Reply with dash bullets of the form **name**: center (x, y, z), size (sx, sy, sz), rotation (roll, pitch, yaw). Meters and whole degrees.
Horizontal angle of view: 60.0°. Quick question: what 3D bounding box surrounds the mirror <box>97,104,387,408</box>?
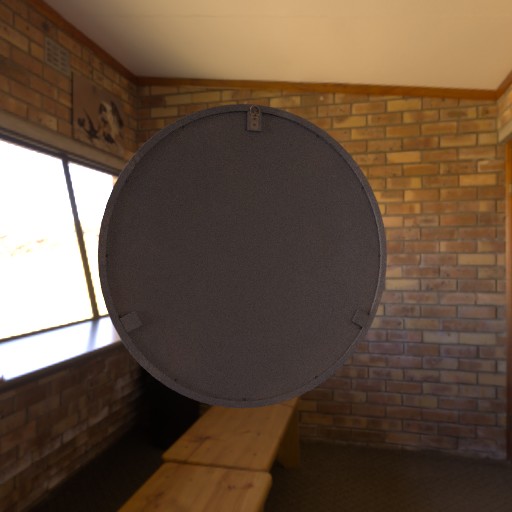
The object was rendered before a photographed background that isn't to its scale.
- **mirror**: center (0.000, 0.000, 1.055), size (0.710, 0.710, 0.038), rotation (0, 0, -19)
